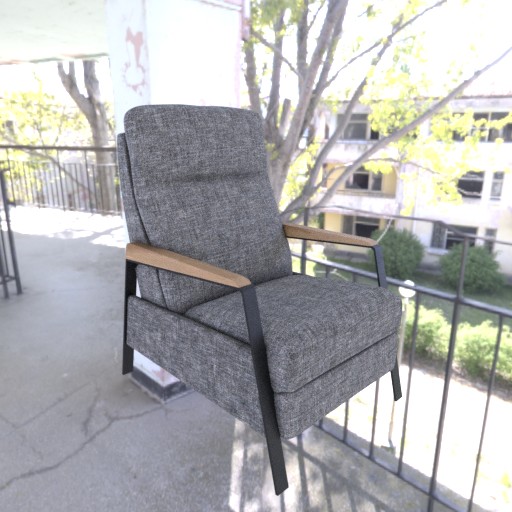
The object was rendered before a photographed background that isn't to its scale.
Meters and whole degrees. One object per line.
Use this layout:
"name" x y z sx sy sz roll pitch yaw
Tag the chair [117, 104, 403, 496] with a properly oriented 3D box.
"chair" 0.000 0.000 1.579 0.671 1.042 0.868 -15 21 -42
